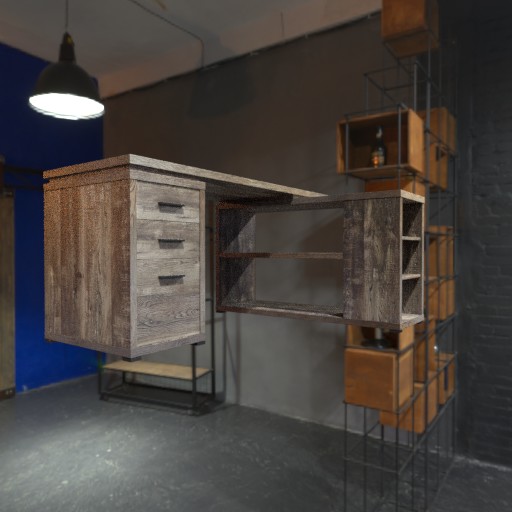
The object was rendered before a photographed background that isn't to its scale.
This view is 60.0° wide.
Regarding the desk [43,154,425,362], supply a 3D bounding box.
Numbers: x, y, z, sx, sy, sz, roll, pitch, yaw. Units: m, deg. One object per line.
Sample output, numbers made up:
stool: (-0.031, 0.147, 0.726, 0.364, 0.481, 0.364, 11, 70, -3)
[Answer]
desk: (0.000, 0.000, 2.212, 1.200, 0.753, 1.524, 1, 1, 37)
